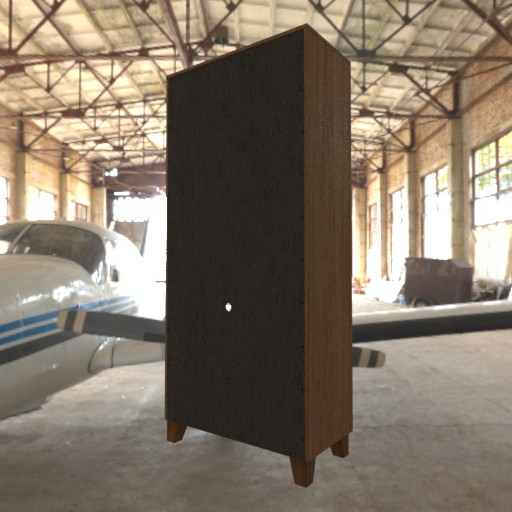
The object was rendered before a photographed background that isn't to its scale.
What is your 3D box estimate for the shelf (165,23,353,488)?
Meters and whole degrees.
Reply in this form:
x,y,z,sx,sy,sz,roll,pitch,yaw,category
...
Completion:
x,y,z,sx,sy,sz,roll,pitch,yaw,category
0.000,0.000,2.270,0.864,1.930,0.453,-1,-2,36,shelf
